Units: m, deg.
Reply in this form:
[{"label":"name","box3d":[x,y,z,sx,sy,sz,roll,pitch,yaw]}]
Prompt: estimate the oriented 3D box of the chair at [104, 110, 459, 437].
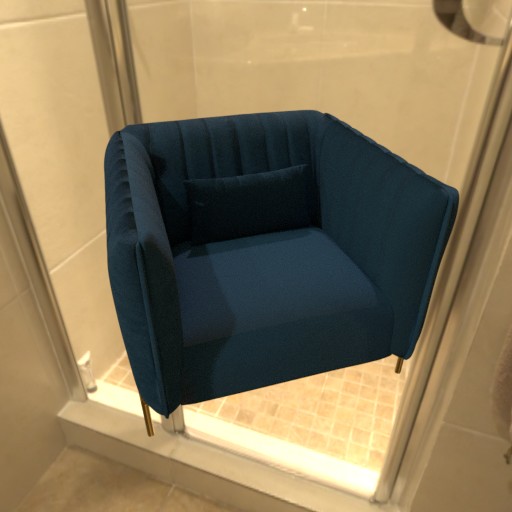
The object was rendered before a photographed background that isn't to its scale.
[{"label":"chair","box3d":[0.000,0.000,1.577,0.947,0.793,0.877,-9,34,-14]}]
